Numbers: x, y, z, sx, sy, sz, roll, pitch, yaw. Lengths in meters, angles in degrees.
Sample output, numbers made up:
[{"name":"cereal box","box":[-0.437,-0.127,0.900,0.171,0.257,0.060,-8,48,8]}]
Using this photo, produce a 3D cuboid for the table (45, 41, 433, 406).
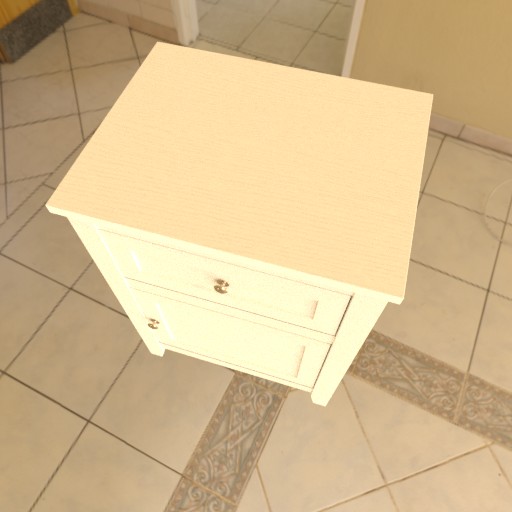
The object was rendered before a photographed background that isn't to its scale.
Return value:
[{"name":"table","box":[0.000,0.000,0.926,0.480,0.635,0.381,15,60,9]}]
